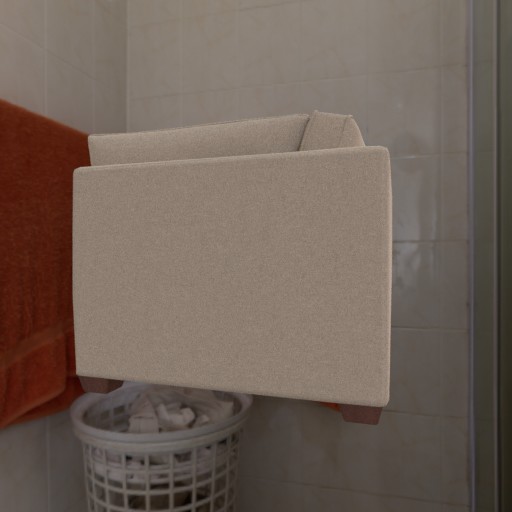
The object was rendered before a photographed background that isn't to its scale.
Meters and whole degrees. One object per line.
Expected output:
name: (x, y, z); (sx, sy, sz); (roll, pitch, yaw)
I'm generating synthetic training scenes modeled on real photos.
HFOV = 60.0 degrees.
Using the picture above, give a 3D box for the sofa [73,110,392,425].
sofa: (0.000, 0.000, 1.959); (1.146, 1.002, 1.084); (0, 0, 18)
